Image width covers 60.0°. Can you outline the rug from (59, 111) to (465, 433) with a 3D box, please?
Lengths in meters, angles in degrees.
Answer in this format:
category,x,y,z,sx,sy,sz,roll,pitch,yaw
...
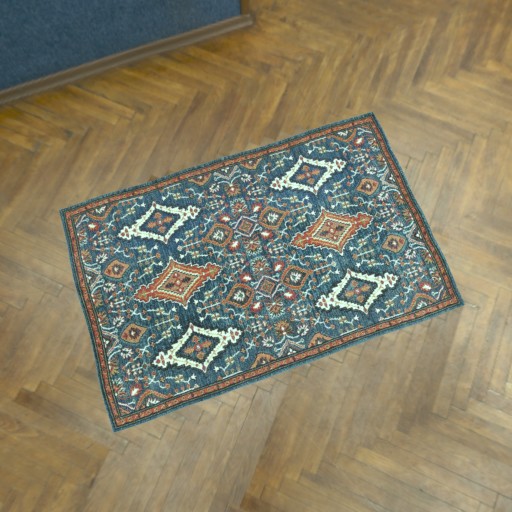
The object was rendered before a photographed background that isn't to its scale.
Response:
category,x,y,z,sx,sy,sz,roll,pitch,yaw
rug,0.000,0.000,2.309,1.847,0.014,1.195,-19,75,-5
